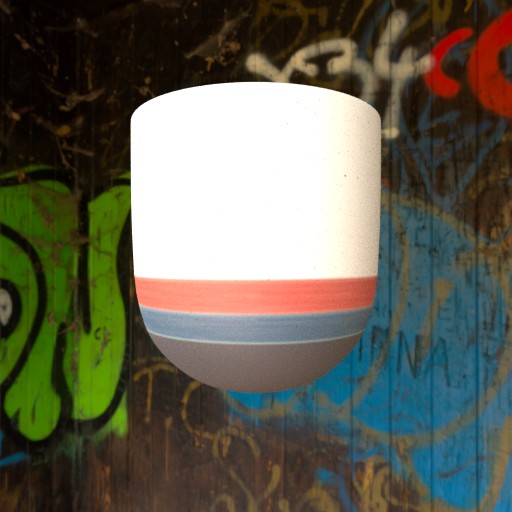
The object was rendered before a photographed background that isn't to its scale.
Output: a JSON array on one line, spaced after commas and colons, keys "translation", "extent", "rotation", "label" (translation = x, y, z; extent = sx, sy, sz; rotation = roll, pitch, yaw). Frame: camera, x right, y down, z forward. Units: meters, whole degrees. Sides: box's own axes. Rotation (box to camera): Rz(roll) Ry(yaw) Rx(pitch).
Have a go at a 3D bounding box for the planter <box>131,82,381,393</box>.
[{"translation": [0.000, 0.000, 0.375], "extent": [0.204, 0.214, 0.204], "rotation": [0, 0, 0], "label": "planter"}]
